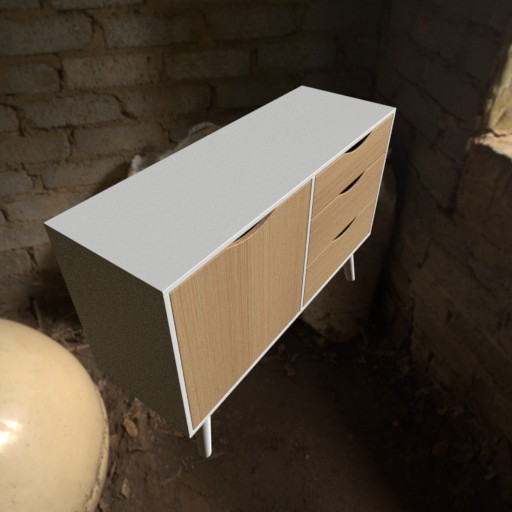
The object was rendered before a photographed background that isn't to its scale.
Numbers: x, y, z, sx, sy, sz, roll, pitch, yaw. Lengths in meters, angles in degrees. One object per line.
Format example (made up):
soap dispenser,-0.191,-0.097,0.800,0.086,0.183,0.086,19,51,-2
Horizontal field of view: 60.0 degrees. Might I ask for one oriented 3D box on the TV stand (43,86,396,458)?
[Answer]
TV stand,0.000,0.000,1.610,0.406,0.812,1.193,25,46,27
